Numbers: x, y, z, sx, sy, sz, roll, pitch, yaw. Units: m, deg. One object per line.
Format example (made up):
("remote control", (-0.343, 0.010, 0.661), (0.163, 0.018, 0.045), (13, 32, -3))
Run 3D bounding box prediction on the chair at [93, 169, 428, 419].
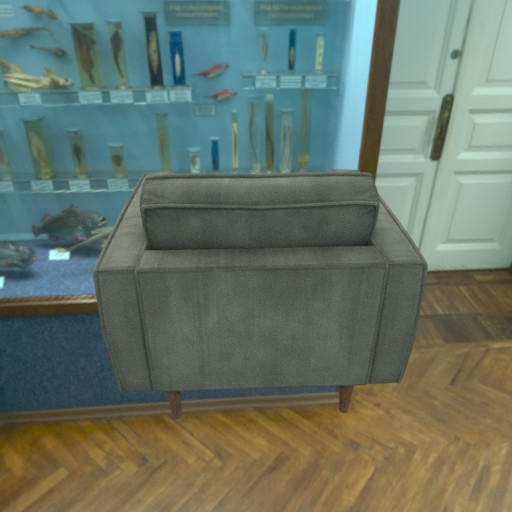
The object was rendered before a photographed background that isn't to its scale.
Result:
("chair", (0.000, 0.000, 1.603), (0.928, 0.773, 0.843), (-1, 30, -2))
